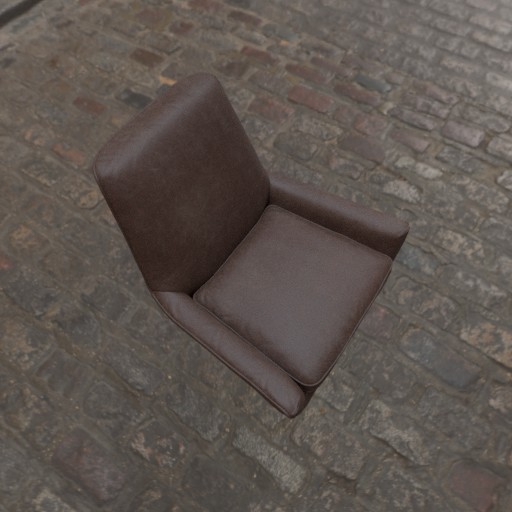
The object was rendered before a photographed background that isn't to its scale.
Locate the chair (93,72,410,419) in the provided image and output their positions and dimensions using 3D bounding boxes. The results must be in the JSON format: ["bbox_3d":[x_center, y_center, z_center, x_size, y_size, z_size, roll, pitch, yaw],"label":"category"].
[{"bbox_3d":[0.000,0.000,1.527,0.824,0.888,0.787,31,64,17],"label":"chair"}]
